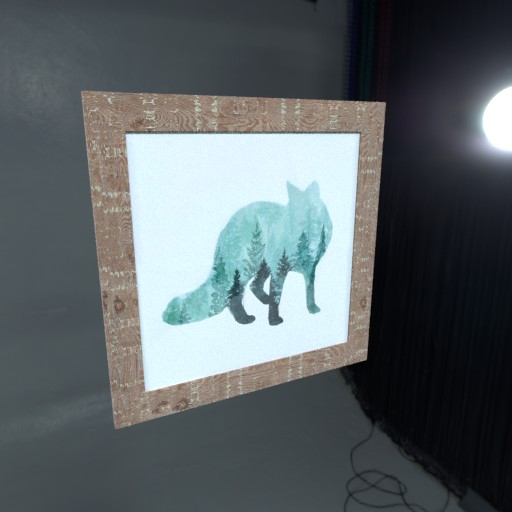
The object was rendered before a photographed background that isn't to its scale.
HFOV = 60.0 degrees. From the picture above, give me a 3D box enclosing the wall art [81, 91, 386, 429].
[{"bbox_3d":[0.000,0.000,0.571,0.384,0.384,0.012,-8,17,-25],"label":"wall art"}]
